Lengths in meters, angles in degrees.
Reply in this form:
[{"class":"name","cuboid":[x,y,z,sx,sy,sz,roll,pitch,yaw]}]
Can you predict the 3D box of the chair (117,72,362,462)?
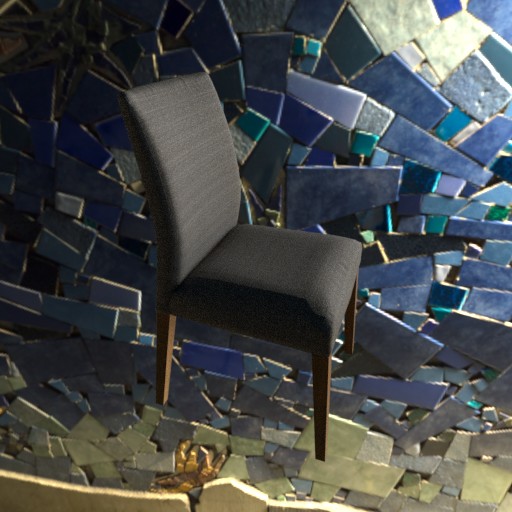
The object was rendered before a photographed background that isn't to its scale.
[{"class":"chair","cuboid":[0.000,0.000,1.294,0.585,0.940,0.496,10,30,17]}]
